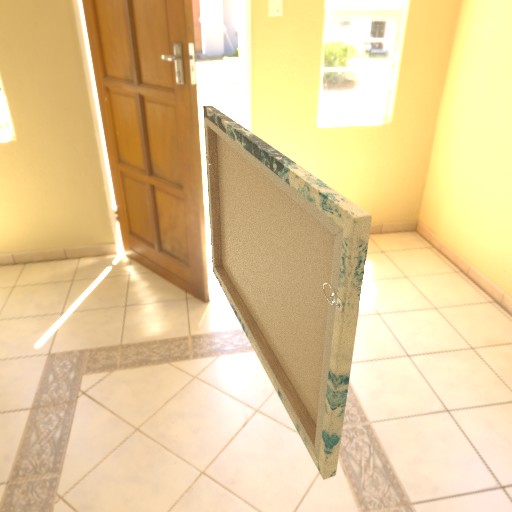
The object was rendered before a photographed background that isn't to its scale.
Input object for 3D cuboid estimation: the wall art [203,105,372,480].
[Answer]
[{"bbox_3d":[0.000,0.000,1.949,0.055,1.017,1.524,-10,31,-17],"label":"wall art"}]
